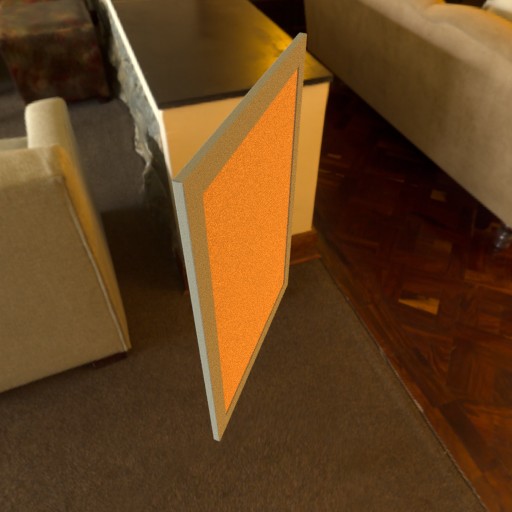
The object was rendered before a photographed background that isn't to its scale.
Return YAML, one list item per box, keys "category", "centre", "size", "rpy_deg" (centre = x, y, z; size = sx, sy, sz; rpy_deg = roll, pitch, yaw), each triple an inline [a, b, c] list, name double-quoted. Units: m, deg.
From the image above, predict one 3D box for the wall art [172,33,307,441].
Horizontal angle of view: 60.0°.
- category: "wall art"
  centre: [0.000, 0.000, 0.682]
  size: [0.012, 0.529, 0.374]
  rpy_deg: [15, 47, 14]
